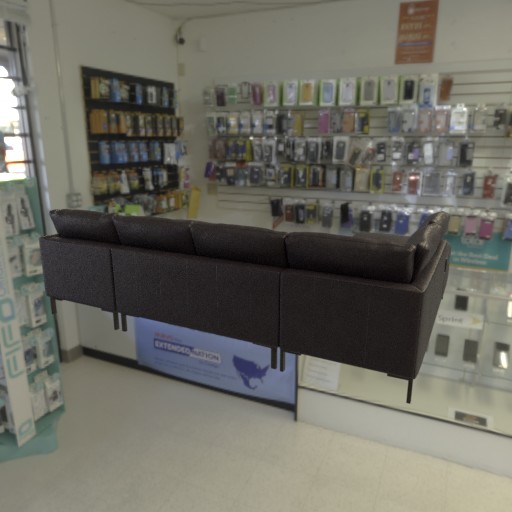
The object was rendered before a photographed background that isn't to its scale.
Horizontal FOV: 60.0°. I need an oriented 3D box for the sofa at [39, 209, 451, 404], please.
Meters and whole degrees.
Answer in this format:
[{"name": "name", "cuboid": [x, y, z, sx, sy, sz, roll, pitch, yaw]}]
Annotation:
[{"name": "sofa", "cuboid": [0.000, 0.000, 3.783, 2.956, 0.900, 1.939, 7, 17, 26]}]
